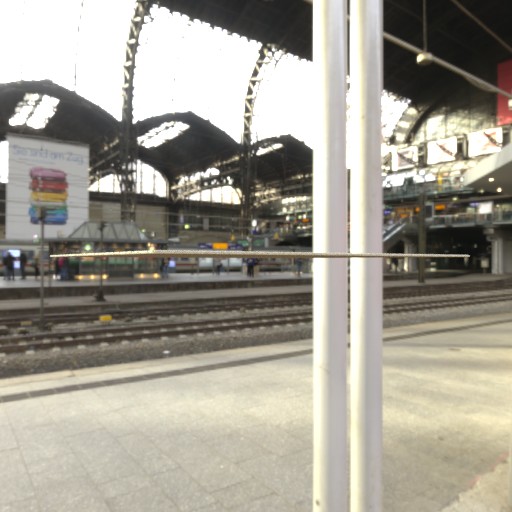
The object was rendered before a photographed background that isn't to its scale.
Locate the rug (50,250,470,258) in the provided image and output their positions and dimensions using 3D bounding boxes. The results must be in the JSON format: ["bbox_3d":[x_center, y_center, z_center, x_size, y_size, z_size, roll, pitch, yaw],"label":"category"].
[{"bbox_3d":[0.000,0.000,4.106,3.050,0.017,2.441,0,-1,-36],"label":"rug"}]
